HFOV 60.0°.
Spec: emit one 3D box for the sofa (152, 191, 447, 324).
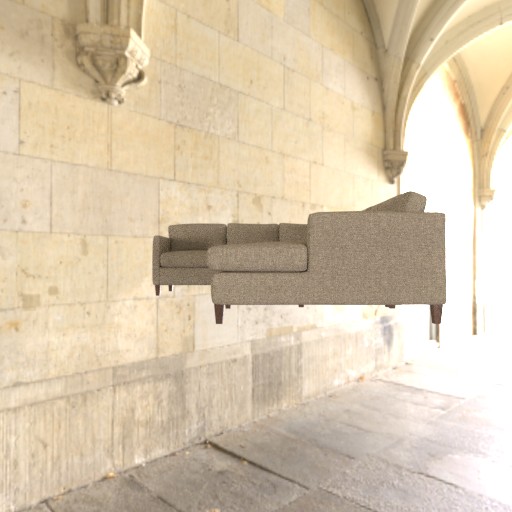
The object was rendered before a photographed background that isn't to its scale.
[{"bbox_3d":[0.000,0.000,4.651,2.593,0.959,3.460,0,-1,0],"label":"sofa"}]
